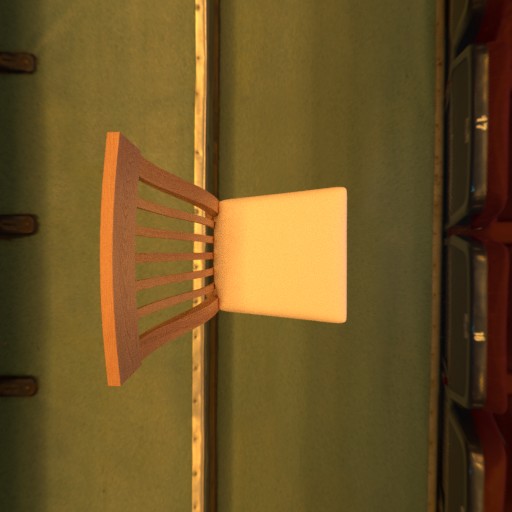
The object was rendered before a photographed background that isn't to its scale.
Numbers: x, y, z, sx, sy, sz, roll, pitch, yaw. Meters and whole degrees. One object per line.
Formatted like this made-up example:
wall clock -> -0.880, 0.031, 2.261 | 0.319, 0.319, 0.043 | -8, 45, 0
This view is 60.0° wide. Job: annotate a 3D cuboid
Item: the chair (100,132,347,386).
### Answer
chair -> 0.000, 0.000, 1.315 | 0.580, 1.050, 0.450 | 0, 91, -1
